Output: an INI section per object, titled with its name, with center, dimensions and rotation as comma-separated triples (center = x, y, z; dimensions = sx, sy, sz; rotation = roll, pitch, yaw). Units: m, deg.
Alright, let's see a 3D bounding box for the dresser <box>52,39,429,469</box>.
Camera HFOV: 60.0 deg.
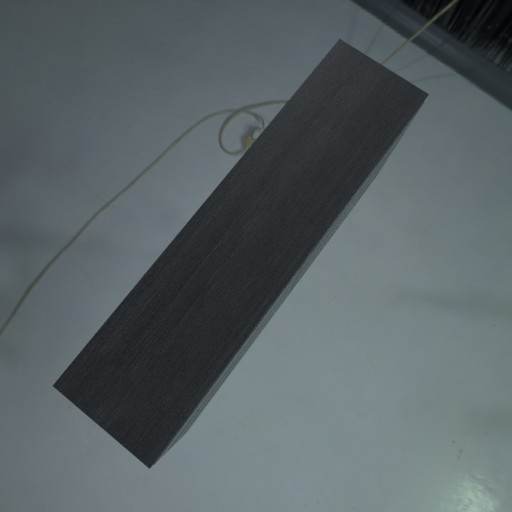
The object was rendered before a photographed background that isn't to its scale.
[dresser]
center = 0.000, 0.000, 1.895
dimensions = 0.400, 0.795, 1.590
rotation = 36, 79, 8
